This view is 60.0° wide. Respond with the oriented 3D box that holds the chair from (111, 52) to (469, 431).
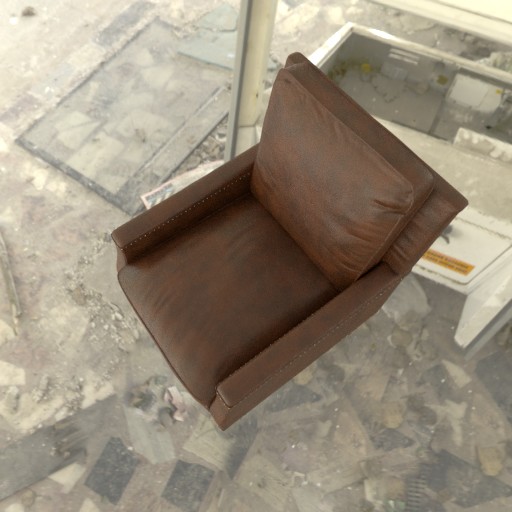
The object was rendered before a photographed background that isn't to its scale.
[{"bbox_3d":[0.000,0.000,1.785,1.035,1.054,0.854,-34,68,-15],"label":"chair"}]
